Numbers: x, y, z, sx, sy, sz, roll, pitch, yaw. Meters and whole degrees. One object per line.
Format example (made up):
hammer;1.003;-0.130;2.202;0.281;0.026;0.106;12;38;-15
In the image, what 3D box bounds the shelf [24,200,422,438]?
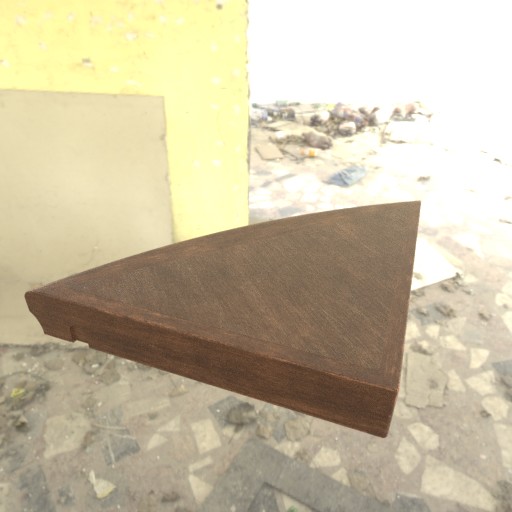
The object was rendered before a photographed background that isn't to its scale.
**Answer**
shelf;0.000;0.000;0.463;0.310;0.050;0.310;11;34;17
